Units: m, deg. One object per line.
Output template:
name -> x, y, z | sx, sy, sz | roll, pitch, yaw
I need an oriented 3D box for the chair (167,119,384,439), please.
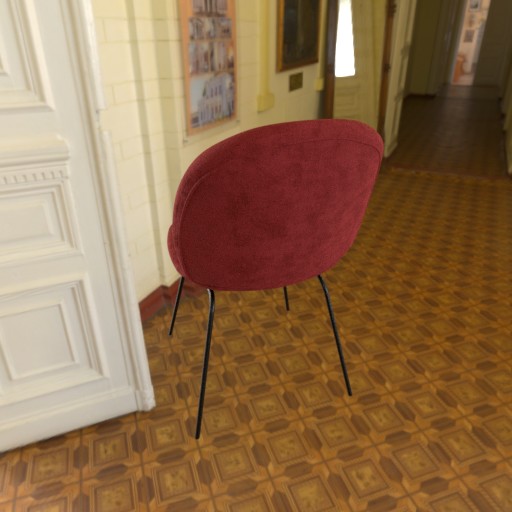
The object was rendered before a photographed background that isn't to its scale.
chair -> 0.000, 0.000, 1.166 | 0.458, 0.791, 0.587 | -9, 29, -17
